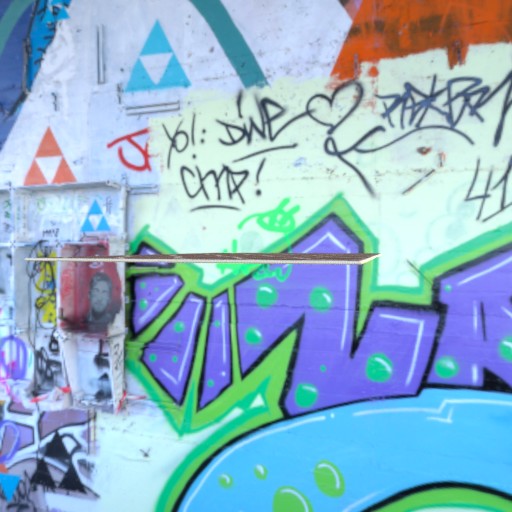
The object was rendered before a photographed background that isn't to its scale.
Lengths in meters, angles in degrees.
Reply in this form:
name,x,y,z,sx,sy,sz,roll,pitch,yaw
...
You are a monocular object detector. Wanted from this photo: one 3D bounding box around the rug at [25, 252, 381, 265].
name,x,y,z,sx,sy,sz,roll,pitch,yaw
rug,0.000,0.000,2.894,1.528,0.014,2.294,0,1,18
